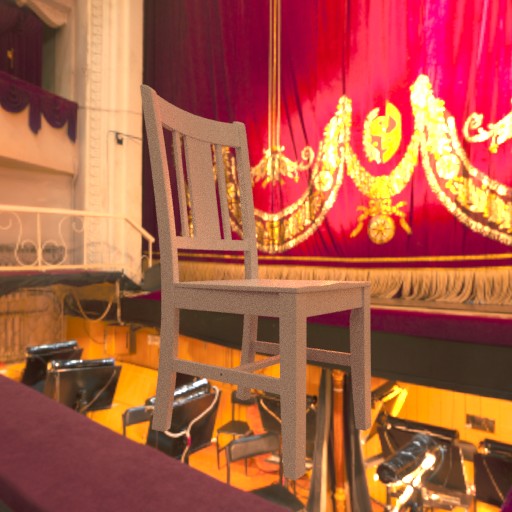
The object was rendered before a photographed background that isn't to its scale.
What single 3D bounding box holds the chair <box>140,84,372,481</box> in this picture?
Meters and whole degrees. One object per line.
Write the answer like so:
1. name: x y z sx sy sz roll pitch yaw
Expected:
1. chair: 0.000 0.000 1.305 0.555 0.998 0.450 -1 -1 38
